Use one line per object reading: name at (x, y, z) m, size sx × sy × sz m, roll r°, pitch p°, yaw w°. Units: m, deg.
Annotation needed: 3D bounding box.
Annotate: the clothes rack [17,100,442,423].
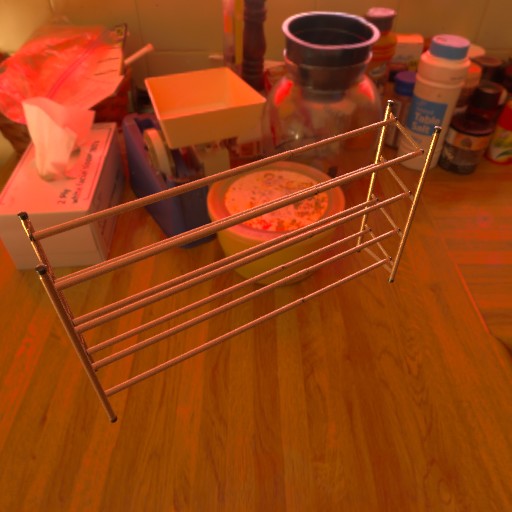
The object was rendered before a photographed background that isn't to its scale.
clothes rack at (0.000, 0.000, 1.410) m, size 1.168 × 0.672 × 0.229 m, roll -22°, pitch 48°, yaw -21°
